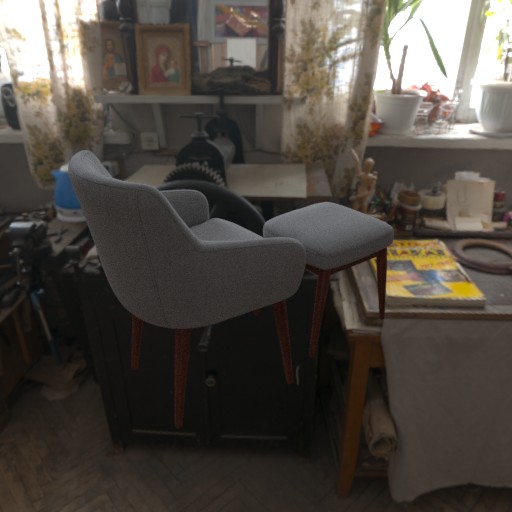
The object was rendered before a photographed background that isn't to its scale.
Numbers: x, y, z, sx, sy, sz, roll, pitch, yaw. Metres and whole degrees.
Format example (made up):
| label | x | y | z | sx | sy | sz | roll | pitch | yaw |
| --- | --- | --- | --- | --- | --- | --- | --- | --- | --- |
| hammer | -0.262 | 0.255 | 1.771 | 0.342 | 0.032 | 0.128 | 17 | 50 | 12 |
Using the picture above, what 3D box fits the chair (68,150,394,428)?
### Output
| label | x | y | z | sx | sy | sz | roll | pitch | yaw |
| --- | --- | --- | --- | --- | --- | --- | --- | --- | --- |
| chair | 0.000 | 0.000 | 1.550 | 1.107 | 0.799 | 0.584 | -19 | 32 | -33 |
